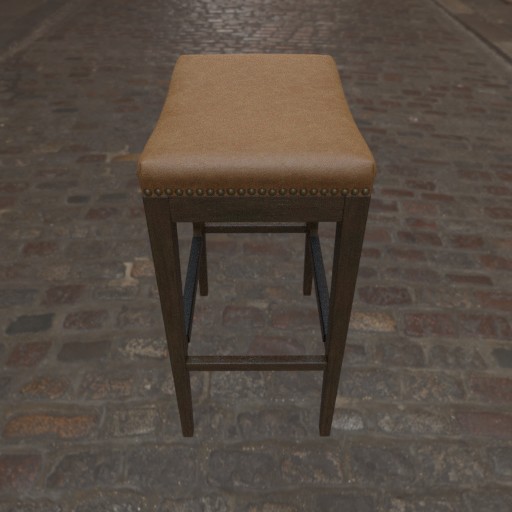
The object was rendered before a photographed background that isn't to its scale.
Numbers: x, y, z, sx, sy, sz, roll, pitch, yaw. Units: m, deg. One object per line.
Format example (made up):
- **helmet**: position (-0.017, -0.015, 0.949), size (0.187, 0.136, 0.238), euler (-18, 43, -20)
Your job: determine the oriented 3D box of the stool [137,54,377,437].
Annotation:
- **stool**: position (0.000, 0.000, 1.028), size (0.361, 0.759, 0.500), euler (0, 42, 0)
